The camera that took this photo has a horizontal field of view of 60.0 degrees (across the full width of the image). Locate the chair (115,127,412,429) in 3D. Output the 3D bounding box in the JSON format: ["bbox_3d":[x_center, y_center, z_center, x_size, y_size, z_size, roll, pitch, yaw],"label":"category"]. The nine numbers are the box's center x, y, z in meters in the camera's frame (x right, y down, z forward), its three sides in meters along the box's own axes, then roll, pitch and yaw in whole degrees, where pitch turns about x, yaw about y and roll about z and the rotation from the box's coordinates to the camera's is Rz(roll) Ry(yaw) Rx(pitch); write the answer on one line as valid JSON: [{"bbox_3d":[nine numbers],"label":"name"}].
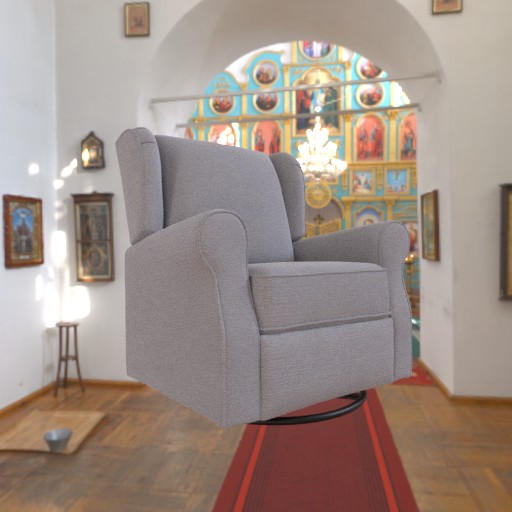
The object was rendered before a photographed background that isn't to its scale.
[{"bbox_3d":[0.000,0.000,1.667,0.906,0.966,0.854,0,1,-37],"label":"chair"}]
